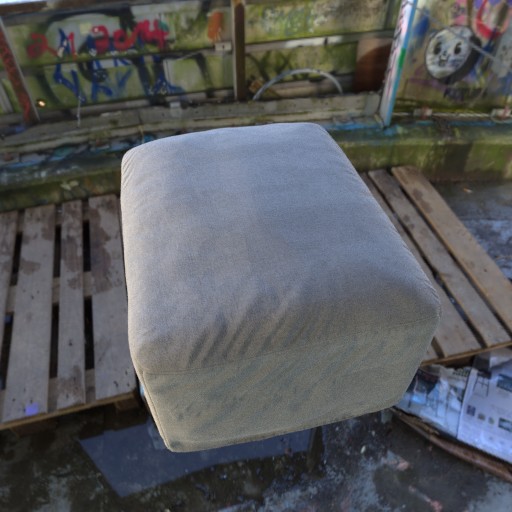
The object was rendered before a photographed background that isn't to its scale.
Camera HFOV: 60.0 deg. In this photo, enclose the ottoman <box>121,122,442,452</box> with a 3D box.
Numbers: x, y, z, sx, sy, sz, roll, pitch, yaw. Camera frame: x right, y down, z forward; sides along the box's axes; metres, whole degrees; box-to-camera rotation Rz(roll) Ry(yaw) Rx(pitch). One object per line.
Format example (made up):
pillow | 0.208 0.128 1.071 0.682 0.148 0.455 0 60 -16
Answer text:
ottoman | 0.000 0.000 1.253 0.683 0.481 0.837 -10 47 -10
